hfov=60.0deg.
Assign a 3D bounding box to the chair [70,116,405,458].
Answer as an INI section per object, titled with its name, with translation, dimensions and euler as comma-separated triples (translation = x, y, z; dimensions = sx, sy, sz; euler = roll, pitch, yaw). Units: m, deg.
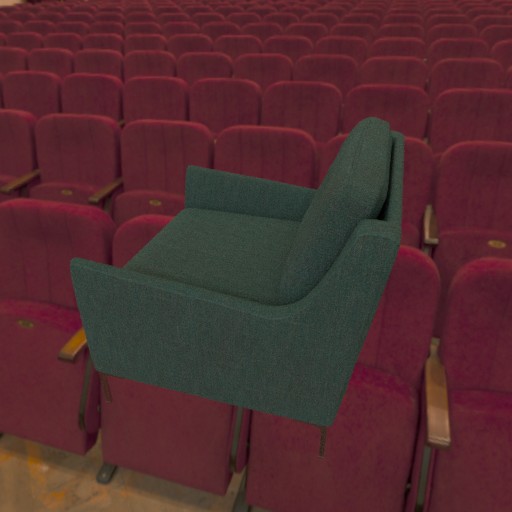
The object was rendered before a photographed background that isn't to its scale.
[chair]
translation = 0.000, 0.000, 1.498
dimensions = 0.849, 0.828, 0.847
euler = 9, 32, 14
